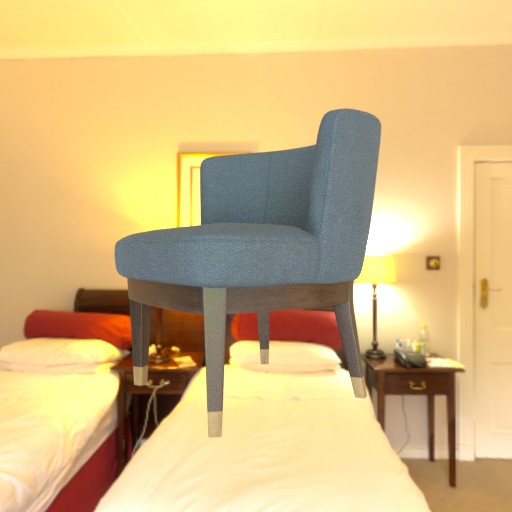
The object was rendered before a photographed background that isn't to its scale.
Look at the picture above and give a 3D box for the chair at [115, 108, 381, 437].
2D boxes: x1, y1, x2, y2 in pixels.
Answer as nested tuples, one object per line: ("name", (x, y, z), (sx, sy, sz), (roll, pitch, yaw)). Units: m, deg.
("chair", (0.000, 0.000, 1.271), (0.702, 0.760, 0.661), (0, 0, -34))
